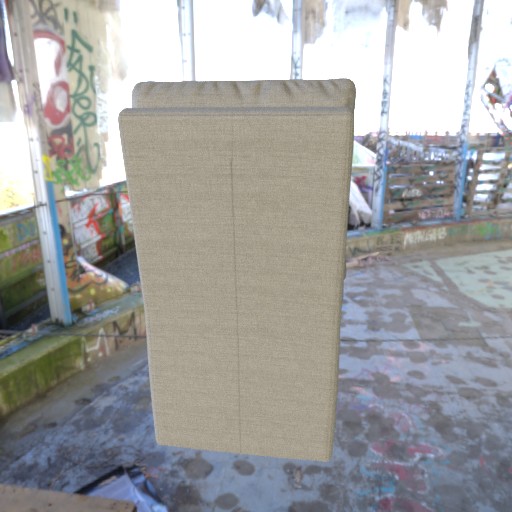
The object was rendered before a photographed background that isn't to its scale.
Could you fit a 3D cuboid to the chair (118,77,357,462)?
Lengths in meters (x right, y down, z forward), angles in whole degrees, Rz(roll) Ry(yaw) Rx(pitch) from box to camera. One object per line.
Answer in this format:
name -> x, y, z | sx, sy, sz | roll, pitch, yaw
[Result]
chair -> 0.000, 0.000, 1.295 | 0.503, 0.927, 0.698 | 2, 17, 8
